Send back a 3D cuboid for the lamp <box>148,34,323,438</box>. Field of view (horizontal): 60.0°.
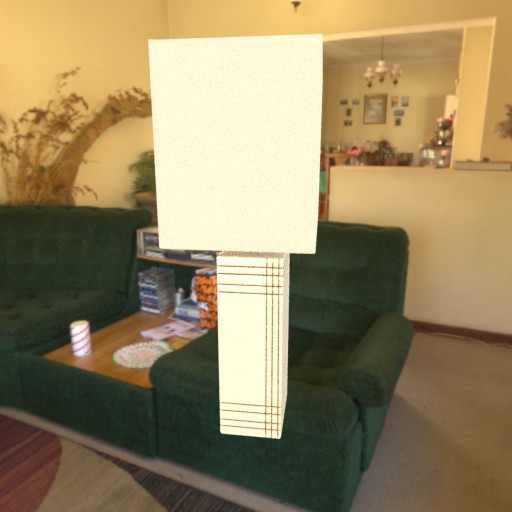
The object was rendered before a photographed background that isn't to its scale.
[{"bbox_3d":[0.000,0.000,0.677,0.182,0.543,0.334,2,14,8],"label":"lamp"}]
